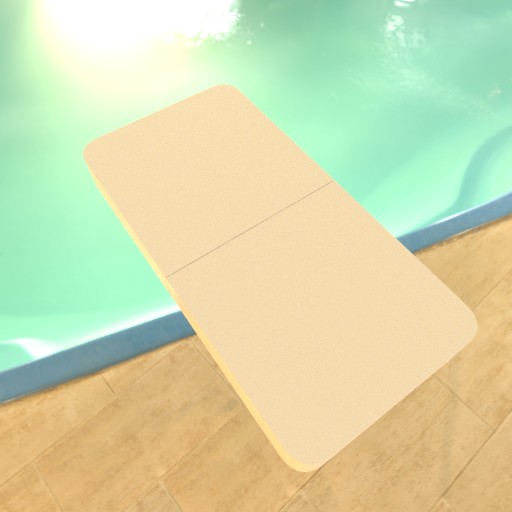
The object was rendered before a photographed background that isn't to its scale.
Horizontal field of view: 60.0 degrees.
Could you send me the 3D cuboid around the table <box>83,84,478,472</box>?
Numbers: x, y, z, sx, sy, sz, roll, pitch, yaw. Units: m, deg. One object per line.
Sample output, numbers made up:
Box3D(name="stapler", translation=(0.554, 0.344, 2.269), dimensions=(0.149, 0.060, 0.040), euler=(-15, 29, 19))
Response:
Box3D(name="table", translation=(0.000, 0.000, 1.436), dimensions=(0.600, 0.340, 1.200), euler=(-31, 63, -18))
